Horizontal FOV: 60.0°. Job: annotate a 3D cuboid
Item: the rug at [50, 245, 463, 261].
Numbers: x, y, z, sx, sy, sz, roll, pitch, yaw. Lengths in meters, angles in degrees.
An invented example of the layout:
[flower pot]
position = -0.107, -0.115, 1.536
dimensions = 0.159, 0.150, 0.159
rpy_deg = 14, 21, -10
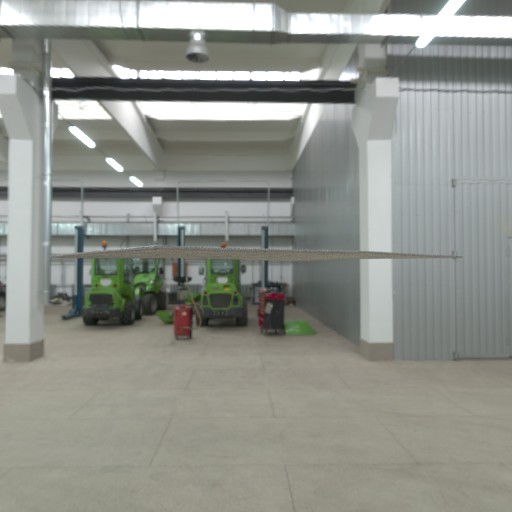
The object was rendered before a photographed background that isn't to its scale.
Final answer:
[rug]
position = 0.000, 0.000, 4.292
dimensions = 3.202, 0.045, 2.434
rpy_deg = 1, -2, -37
